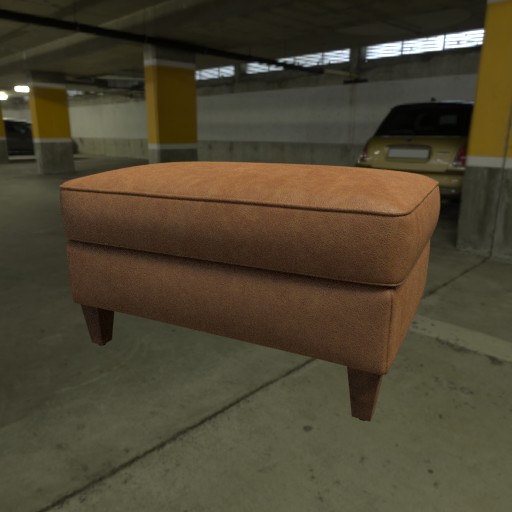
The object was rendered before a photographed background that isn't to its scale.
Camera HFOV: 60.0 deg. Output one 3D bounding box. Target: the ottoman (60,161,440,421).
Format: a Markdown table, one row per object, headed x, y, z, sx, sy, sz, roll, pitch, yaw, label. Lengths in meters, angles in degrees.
| x | y | z | sx | sy | sz | roll | pitch | yaw | label |
| --- | --- | --- | --- | --- | --- | --- | --- | --- | --- |
| 0.000 | 0.000 | 1.193 | 0.864 | 0.483 | 0.584 | 8 | 18 | 26 | ottoman |
